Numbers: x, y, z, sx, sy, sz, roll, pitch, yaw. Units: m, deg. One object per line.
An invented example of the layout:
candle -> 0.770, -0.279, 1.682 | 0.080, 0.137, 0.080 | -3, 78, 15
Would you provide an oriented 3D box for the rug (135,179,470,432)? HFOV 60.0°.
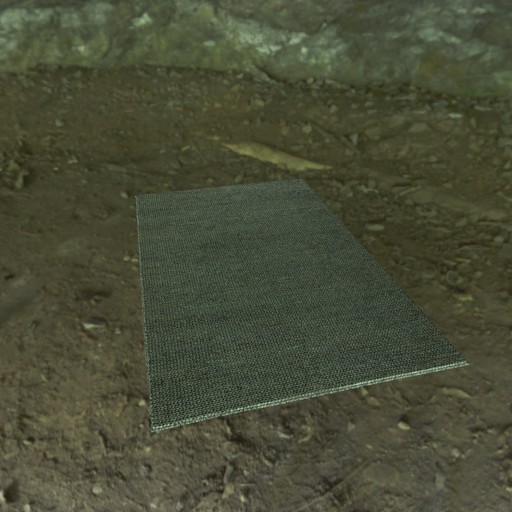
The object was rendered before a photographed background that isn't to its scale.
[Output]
rug -> 0.000, 0.000, 3.007 | 1.538, 0.021, 2.443 | -8, 33, -12
